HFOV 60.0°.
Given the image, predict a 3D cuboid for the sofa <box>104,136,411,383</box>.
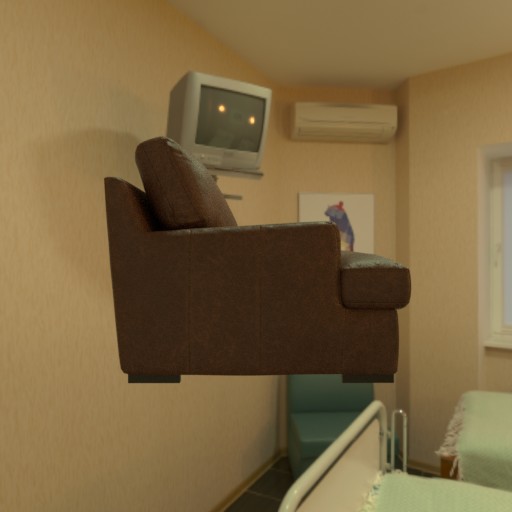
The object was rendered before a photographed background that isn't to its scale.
[{"bbox_3d":[0.000,0.000,2.510,1.143,0.939,1.880,0,0,0],"label":"sofa"}]
